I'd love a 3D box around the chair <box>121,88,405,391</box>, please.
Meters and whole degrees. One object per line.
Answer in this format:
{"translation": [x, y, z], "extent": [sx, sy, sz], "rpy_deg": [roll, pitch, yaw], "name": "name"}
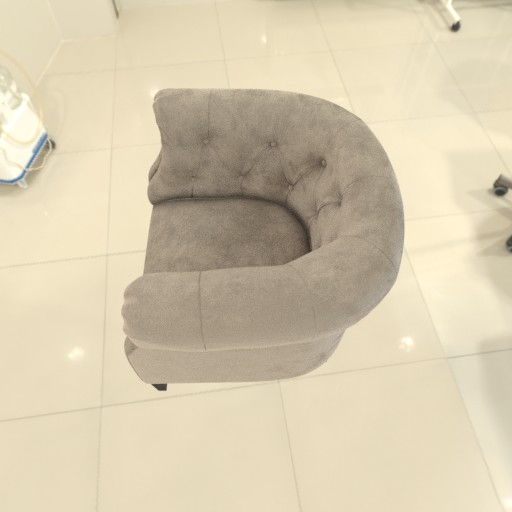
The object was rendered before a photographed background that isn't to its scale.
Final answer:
{"translation": [0.000, 0.000, 1.578], "extent": [0.851, 0.826, 0.904], "rpy_deg": [-1, 58, -1], "name": "chair"}
